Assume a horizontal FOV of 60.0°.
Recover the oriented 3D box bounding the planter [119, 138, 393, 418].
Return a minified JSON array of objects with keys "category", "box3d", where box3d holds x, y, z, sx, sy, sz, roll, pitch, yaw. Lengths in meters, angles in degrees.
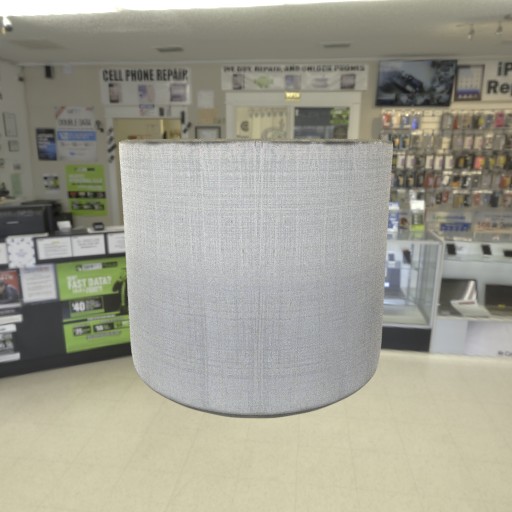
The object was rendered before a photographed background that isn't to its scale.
[{"category":"planter","box3d":[0.000,0.000,0.398,0.226,0.201,0.226,0,14,0]}]
